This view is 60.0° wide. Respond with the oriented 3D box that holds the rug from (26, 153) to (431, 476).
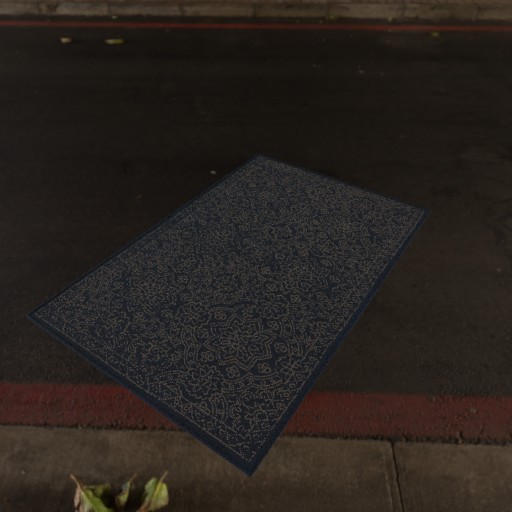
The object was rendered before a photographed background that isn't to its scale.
[{"bbox_3d":[0.000,0.000,2.266,1.219,0.010,1.829,24,46,25],"label":"rug"}]
